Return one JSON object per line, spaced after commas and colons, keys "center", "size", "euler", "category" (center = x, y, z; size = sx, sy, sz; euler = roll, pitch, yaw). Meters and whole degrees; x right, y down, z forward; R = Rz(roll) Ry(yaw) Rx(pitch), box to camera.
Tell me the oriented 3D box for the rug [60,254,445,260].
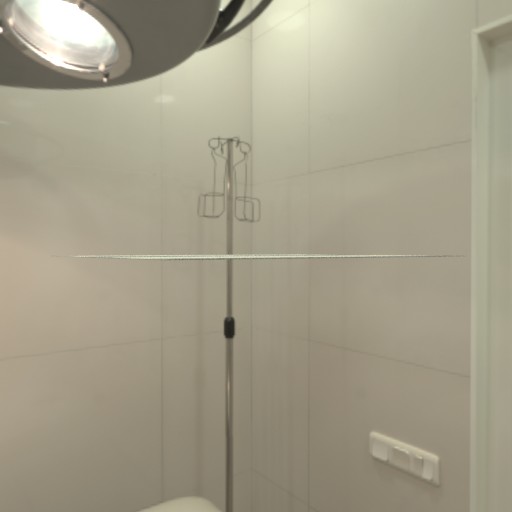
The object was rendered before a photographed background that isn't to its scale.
{"center": [0.000, 0.000, 4.138], "size": [3.037, 0.004, 2.453], "euler": [0, 1, -37], "category": "rug"}
